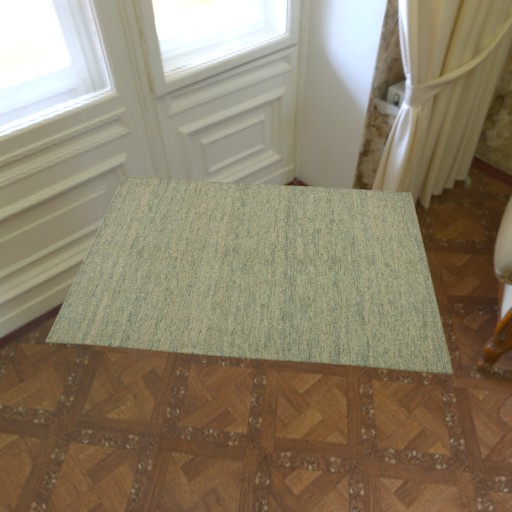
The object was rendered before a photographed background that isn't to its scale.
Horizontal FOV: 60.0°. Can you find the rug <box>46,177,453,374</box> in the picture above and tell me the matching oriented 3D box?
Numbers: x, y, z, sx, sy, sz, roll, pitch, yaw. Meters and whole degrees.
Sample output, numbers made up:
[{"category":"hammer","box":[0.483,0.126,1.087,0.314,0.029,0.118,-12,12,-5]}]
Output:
[{"category":"rug","box":[0.000,0.000,2.987,2.283,0.013,1.547,4,48,3]}]
